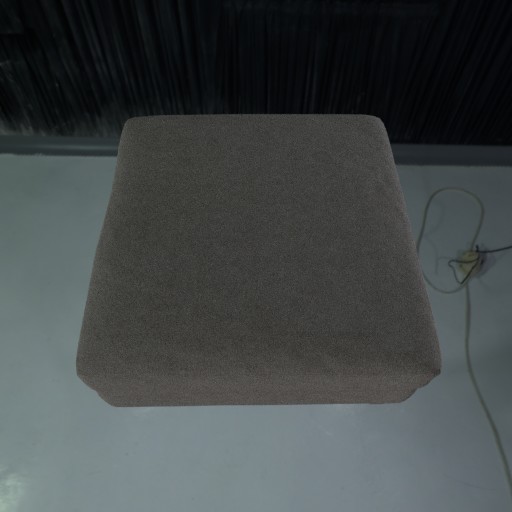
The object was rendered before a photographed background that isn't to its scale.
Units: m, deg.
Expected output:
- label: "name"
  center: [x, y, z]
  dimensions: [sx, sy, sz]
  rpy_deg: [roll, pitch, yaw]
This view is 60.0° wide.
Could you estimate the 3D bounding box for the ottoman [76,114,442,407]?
- label: "ottoman"
  center: [0.000, 0.000, 1.382]
  dimensions: [0.861, 0.482, 0.881]
  rpy_deg: [-1, 58, 0]
